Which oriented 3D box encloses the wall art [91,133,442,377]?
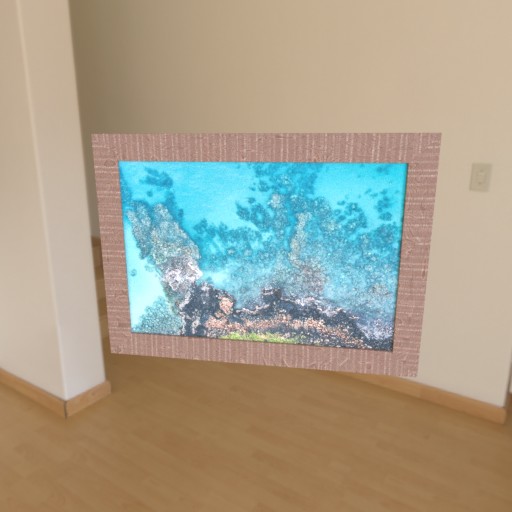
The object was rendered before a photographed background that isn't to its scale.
[{"bbox_3d":[0.000,0.000,1.425,1.056,0.761,0.020,2,15,9],"label":"wall art"}]
